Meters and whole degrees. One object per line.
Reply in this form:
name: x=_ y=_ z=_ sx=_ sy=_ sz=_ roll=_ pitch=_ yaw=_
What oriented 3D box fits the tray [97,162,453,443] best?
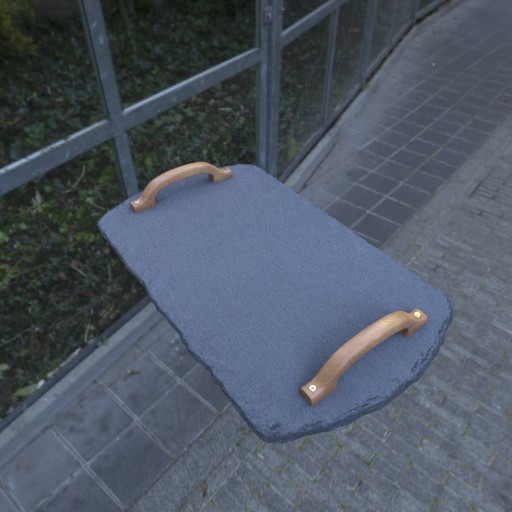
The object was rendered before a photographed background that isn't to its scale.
tray: x=0.000 y=0.000 z=0.461 sx=0.231 sy=0.062 sz=0.387 roll=-26 pitch=48 yaw=-26
